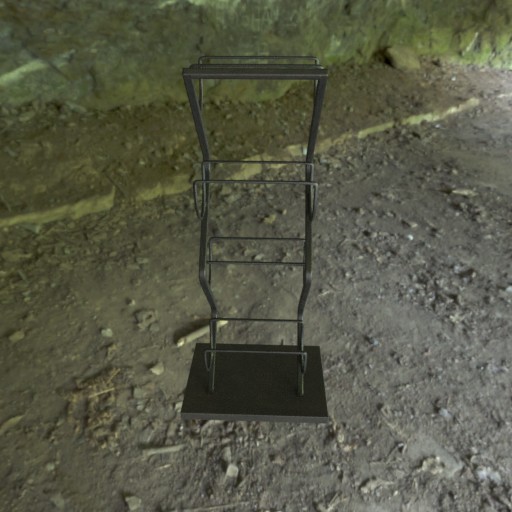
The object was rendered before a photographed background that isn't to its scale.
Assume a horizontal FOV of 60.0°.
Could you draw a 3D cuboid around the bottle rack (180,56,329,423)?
[{"bbox_3d":[0.000,0.000,0.697,0.254,0.559,0.178,1,31,2],"label":"bottle rack"}]
